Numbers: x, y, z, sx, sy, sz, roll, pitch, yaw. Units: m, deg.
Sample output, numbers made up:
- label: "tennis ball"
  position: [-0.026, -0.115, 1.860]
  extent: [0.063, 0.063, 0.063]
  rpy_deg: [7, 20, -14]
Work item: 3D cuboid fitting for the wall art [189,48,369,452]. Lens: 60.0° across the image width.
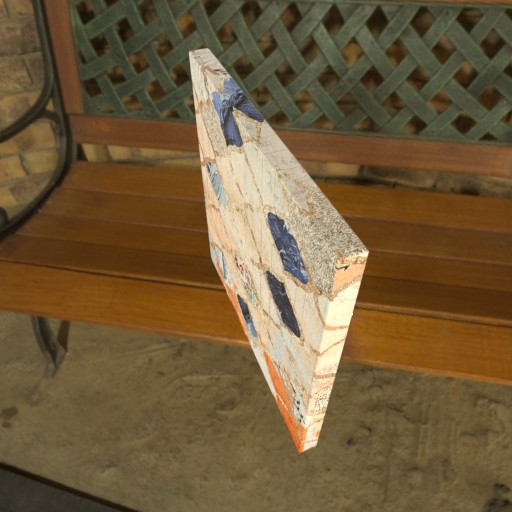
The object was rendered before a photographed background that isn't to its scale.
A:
- label: "wall art"
  position: [0.000, 0.000, 0.763]
  extent: [0.038, 0.508, 0.507]
  rpy_deg: [-16, 49, -15]
